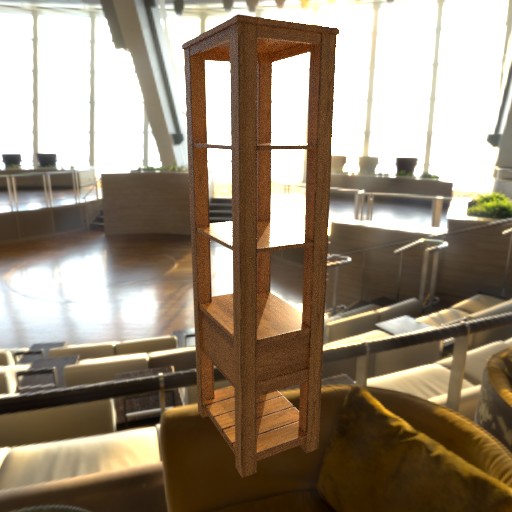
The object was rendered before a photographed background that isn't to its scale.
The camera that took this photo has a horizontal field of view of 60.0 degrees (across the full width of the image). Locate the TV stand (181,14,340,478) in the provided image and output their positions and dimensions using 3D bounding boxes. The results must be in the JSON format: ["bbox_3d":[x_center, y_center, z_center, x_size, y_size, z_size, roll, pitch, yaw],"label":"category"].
[{"bbox_3d":[0.000,0.000,2.022,0.435,1.828,0.565,-8,17,-27],"label":"TV stand"}]
